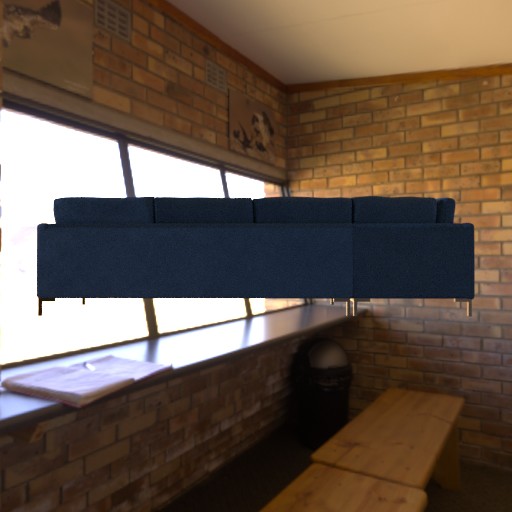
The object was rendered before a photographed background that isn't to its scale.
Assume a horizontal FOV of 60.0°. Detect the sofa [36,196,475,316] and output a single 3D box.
[{"bbox_3d":[0.000,0.000,3.908,2.949,0.815,2.007,0,0,0],"label":"sofa"}]
